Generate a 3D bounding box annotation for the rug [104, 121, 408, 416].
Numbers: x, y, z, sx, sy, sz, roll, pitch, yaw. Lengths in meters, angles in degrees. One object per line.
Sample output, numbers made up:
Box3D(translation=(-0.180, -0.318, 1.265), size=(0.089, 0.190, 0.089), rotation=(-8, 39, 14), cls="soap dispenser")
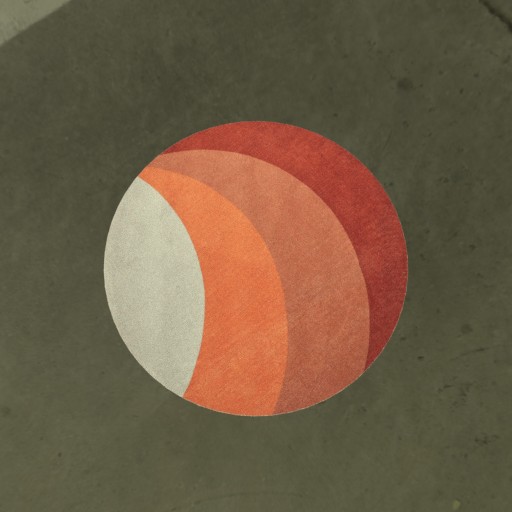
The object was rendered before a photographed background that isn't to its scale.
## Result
Box3D(translation=(0.000, 0.000, 2.217), size=(1.514, 0.015, 1.514), rotation=(0, 75, 0), cls="rug")
